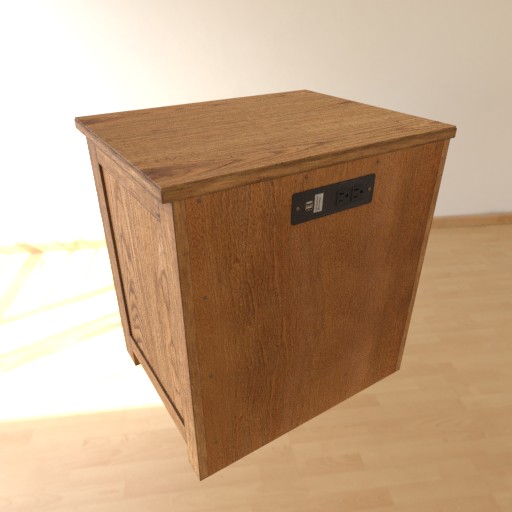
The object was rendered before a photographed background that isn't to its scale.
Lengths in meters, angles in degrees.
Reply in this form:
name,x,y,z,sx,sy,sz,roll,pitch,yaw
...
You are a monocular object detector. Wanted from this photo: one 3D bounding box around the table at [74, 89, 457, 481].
name,x,y,z,sx,sy,sz,roll,pitch,yaw
table,0.000,0.000,1.040,0.601,0.625,0.494,-18,35,-28
